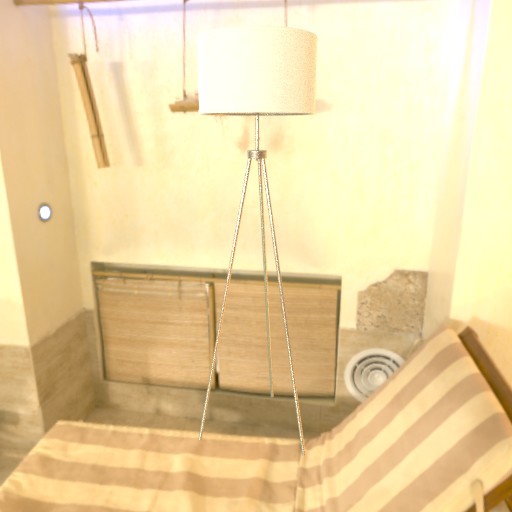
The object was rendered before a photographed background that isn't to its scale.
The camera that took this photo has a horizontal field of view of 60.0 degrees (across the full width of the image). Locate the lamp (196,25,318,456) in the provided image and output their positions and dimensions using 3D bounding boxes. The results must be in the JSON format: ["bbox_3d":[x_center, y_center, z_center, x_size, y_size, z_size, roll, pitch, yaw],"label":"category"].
[{"bbox_3d":[0.000,0.000,1.737,0.448,1.545,0.458,2,16,8],"label":"lamp"}]
